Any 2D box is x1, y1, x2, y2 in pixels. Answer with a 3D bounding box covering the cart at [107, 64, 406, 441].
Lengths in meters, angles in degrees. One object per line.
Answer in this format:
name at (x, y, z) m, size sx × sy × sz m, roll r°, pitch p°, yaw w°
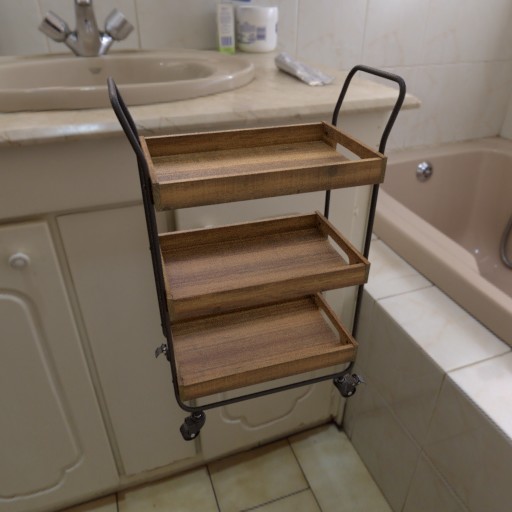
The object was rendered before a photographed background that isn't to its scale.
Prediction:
cart at (0.000, 0.000, 1.128) m, size 0.583 × 0.857 × 0.339 m, roll -9°, pitch 33°, yaw -15°
